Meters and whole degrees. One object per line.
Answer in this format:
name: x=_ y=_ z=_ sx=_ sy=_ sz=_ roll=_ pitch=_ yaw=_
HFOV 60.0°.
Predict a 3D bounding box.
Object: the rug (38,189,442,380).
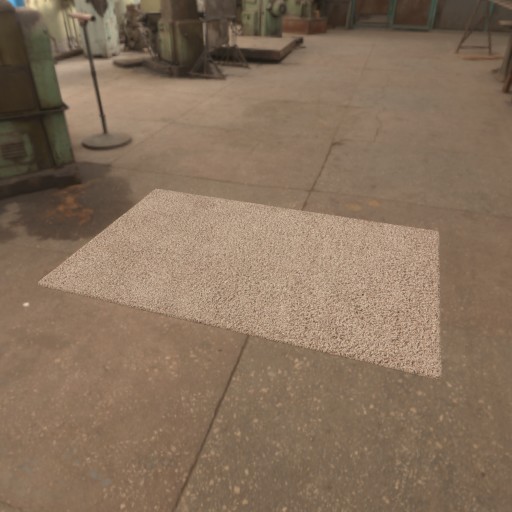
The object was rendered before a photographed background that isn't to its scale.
rug: x=0.000 y=0.000 z=3.106 sx=2.438 sy=0.030 sz=1.524 roll=10 pitch=34 yaw=16
